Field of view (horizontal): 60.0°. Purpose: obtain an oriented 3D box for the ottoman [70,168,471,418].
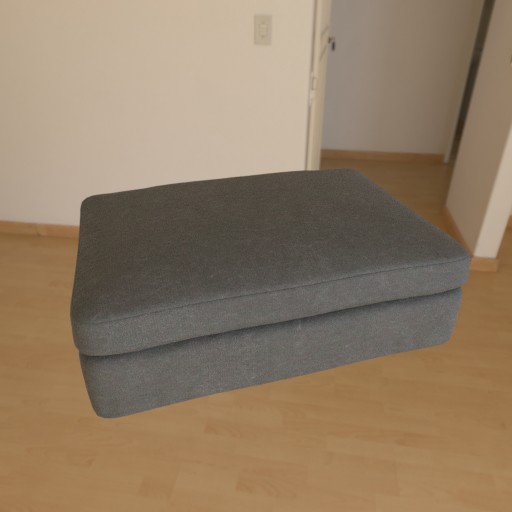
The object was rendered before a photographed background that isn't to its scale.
[{"bbox_3d":[0.000,0.000,1.604,1.199,0.429,0.840,-9,32,-14],"label":"ottoman"}]
